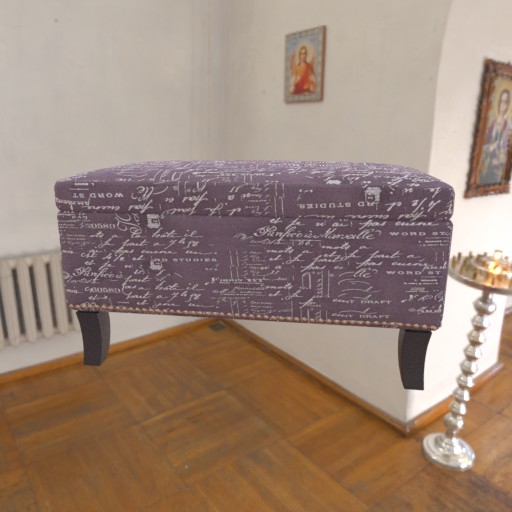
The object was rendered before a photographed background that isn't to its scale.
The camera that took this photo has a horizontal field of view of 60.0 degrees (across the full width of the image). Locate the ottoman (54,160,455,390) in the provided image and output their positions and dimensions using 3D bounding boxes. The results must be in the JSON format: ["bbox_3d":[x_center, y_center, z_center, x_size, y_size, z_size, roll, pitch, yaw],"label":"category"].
[{"bbox_3d":[0.000,0.000,1.100,0.813,0.457,0.406,2,16,8],"label":"ottoman"}]
